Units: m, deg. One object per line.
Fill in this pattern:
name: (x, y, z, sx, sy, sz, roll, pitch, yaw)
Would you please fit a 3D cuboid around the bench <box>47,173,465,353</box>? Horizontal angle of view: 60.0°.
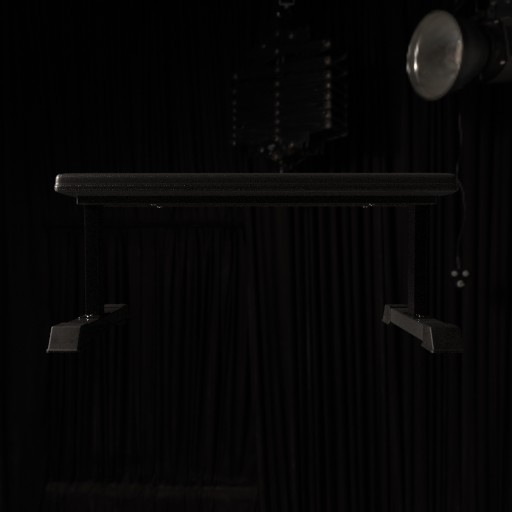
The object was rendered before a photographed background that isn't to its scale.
bench: (0.000, 0.000, 1.283, 1.072, 0.453, 0.439, 0, 2, 0)
